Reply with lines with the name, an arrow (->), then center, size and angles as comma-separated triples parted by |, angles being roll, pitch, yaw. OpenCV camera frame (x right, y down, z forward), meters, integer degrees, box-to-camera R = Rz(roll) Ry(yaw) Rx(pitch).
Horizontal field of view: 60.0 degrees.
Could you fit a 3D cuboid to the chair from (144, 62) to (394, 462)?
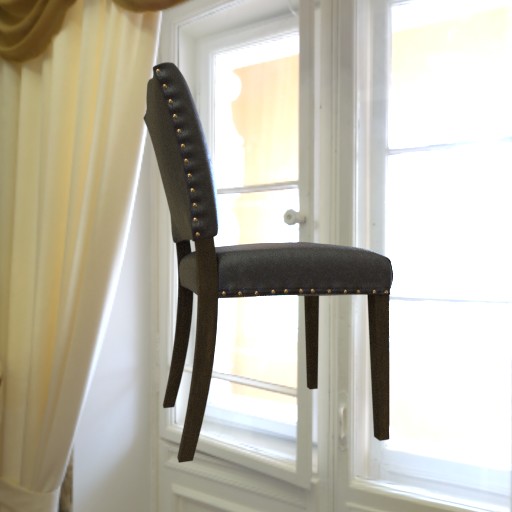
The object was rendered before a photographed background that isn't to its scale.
chair -> 0.000, 0.000, 1.335 | 0.633, 0.991, 0.500 | 0, 1, -17
